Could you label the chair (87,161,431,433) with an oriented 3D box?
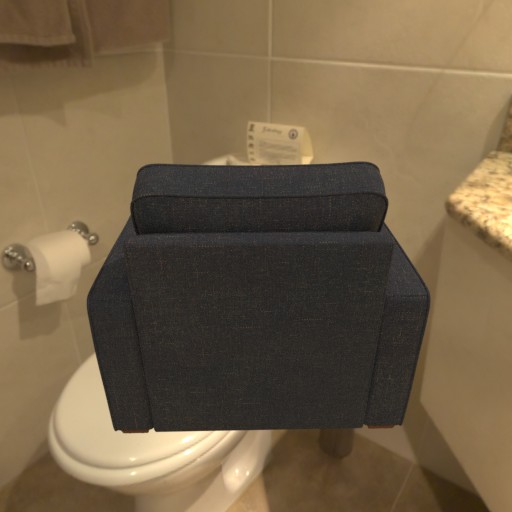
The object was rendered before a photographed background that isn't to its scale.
[{"bbox_3d":[0.000,0.000,1.704,1.017,0.919,0.940,-1,29,-1],"label":"chair"}]
